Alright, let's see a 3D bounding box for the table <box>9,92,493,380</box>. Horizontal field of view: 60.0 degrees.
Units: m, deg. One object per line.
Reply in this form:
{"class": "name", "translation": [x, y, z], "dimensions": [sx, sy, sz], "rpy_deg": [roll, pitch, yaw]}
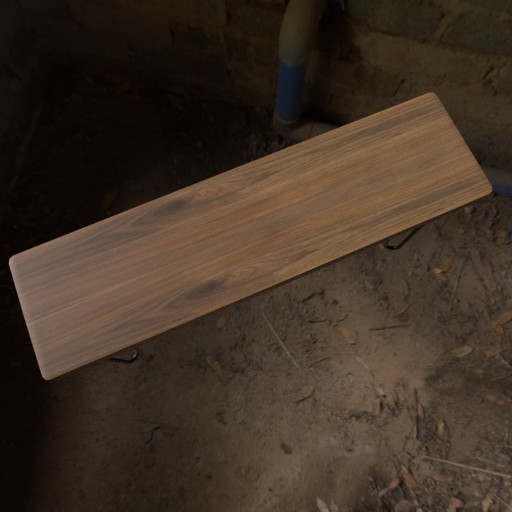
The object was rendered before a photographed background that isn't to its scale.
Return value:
{"class": "table", "translation": [0.000, 0.000, 1.862], "dimensions": [1.570, 0.834, 0.425], "rpy_deg": [-23, 76, -6]}
